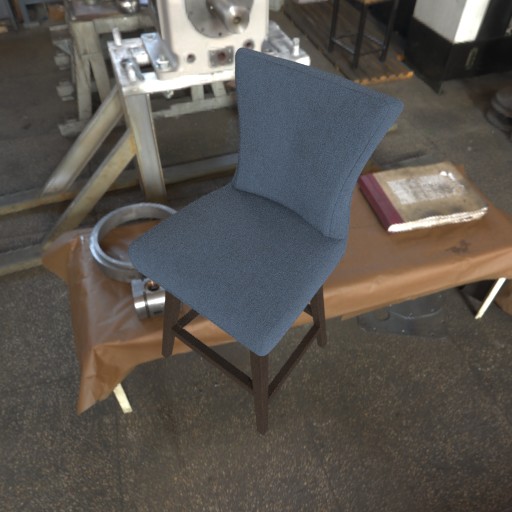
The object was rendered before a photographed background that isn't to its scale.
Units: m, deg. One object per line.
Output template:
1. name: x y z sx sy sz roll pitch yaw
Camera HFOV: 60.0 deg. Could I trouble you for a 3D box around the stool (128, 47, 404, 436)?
1. stool: 0.000 0.000 1.376 0.514 1.000 0.574 30 54 25
